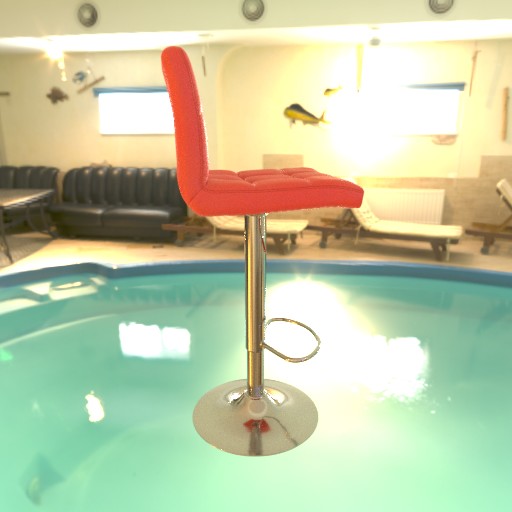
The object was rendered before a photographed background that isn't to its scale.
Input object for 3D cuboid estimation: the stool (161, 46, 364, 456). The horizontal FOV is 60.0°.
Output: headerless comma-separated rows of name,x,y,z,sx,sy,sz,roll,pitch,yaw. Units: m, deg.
stool,0.000,0.000,1.357,0.505,1.115,0.430,-3,16,-9
